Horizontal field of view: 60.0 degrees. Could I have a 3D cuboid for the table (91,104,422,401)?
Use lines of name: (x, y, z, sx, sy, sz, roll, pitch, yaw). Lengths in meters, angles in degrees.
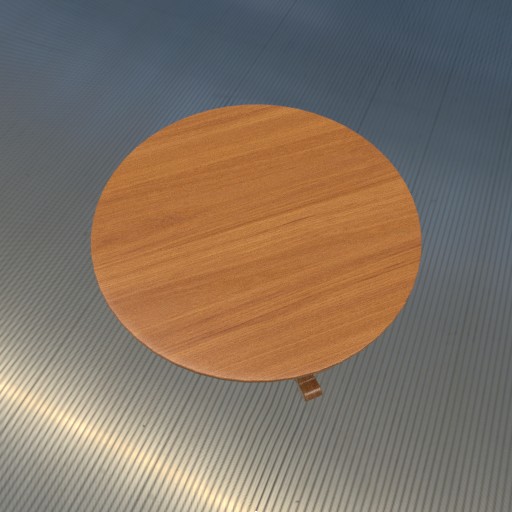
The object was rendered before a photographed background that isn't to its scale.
table: (0.000, 0.000, 1.604, 1.029, 0.490, 1.029, 0, 60, 0)
